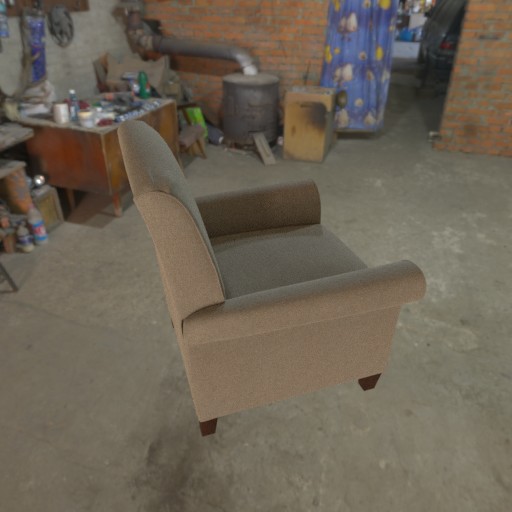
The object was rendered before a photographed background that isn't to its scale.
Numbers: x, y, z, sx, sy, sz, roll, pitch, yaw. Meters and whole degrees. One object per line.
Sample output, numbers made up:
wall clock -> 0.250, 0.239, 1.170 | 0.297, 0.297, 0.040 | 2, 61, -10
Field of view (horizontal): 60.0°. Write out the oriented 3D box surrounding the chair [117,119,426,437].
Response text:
chair -> 0.000, 0.000, 1.780 | 0.905, 1.061, 0.978 | -10, 32, -16
